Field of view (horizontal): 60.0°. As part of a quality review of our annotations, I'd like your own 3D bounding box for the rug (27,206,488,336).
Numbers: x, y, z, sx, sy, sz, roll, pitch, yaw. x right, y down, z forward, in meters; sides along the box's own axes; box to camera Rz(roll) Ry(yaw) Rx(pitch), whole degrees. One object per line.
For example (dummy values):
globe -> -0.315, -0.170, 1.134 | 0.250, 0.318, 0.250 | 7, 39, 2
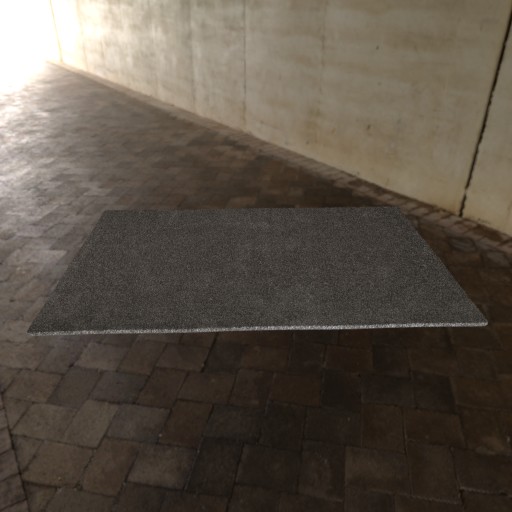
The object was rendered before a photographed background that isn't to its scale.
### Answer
rug -> 0.000, 0.000, 2.896 | 2.350, 0.025, 1.502 | -1, 30, -2
